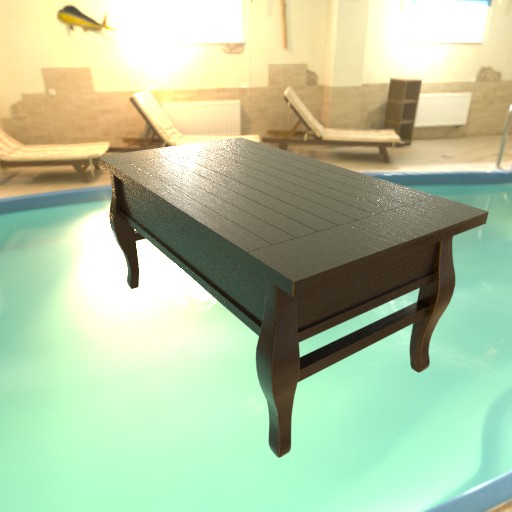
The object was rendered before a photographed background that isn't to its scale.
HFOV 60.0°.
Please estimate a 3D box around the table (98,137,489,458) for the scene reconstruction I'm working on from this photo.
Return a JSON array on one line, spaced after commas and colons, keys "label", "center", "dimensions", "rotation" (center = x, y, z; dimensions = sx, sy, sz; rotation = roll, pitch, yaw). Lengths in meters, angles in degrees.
[{"label": "table", "center": [0.000, 0.000, 1.382], "dimensions": [0.600, 0.494, 1.062], "rotation": [-17, 31, -31]}]
